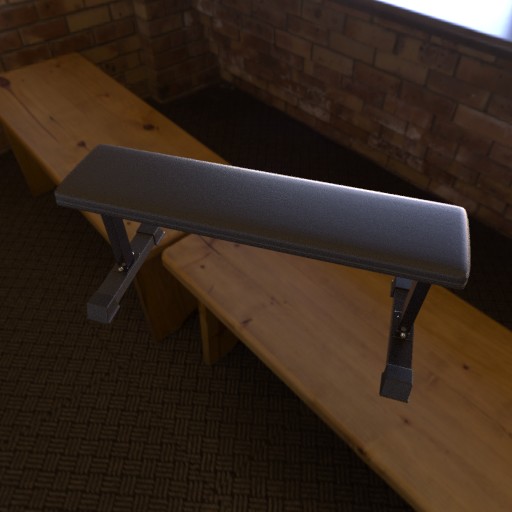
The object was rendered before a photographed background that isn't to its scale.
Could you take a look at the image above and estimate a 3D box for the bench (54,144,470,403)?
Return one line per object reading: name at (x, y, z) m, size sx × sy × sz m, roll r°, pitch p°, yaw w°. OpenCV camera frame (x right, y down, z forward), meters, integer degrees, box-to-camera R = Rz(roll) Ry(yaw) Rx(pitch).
bench at (0.000, 0.000, 1.314) m, size 1.072 × 0.453 × 0.439 m, roll 12°, pitch 48°, yaw 11°
